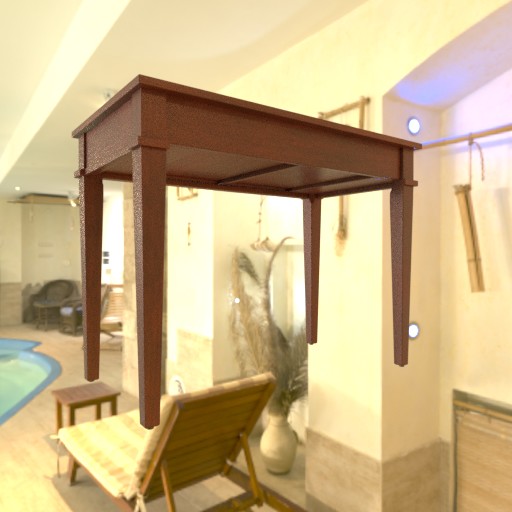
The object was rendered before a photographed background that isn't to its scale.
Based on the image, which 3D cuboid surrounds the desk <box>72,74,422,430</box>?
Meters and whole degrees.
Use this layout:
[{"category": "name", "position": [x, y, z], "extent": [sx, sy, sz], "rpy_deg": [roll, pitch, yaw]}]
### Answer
[{"category": "desk", "position": [0.000, 0.000, 1.436], "extent": [1.001, 0.762, 0.549], "rpy_deg": [0, 1, -36]}]
